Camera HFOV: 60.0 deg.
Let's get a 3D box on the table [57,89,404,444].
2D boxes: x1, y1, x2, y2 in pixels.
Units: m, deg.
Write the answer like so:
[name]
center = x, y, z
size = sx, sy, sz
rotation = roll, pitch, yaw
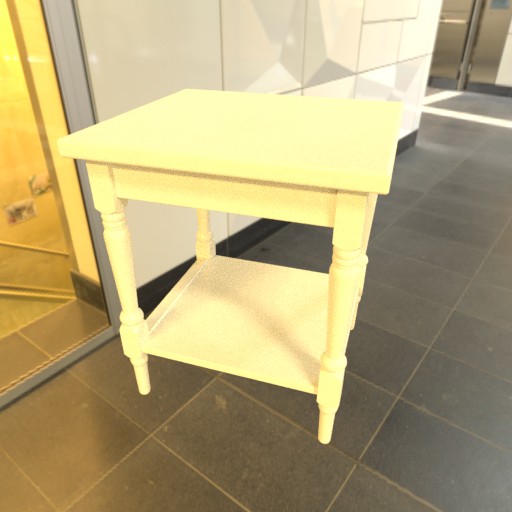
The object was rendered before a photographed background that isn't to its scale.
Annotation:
[table]
center = 0.000, 0.000, 0.923
size = 0.488, 0.565, 0.442
rotation = 9, 32, 15
